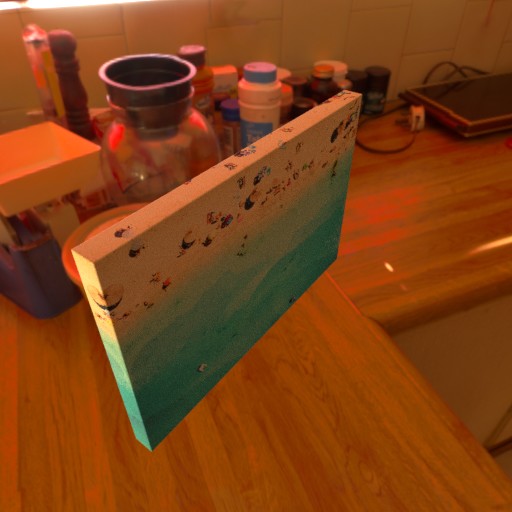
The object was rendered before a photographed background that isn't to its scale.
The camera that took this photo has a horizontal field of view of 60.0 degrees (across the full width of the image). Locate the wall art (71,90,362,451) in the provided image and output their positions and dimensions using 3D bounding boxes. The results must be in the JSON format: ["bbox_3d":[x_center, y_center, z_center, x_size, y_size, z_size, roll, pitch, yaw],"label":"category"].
[{"bbox_3d":[0.000,0.000,0.784,0.039,0.406,0.609,26,46,28],"label":"wall art"}]
